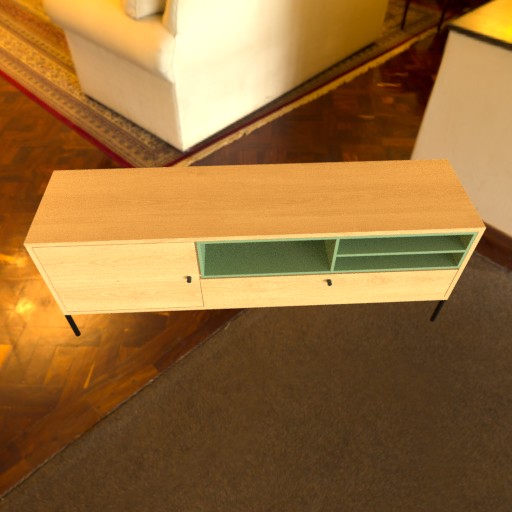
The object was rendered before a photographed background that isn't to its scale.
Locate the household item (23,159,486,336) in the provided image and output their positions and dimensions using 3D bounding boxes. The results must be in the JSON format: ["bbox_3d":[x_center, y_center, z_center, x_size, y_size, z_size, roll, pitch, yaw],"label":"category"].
[{"bbox_3d":[0.000,0.000,1.784,1.550,0.600,0.400,-2,48,-2],"label":"household item"}]
